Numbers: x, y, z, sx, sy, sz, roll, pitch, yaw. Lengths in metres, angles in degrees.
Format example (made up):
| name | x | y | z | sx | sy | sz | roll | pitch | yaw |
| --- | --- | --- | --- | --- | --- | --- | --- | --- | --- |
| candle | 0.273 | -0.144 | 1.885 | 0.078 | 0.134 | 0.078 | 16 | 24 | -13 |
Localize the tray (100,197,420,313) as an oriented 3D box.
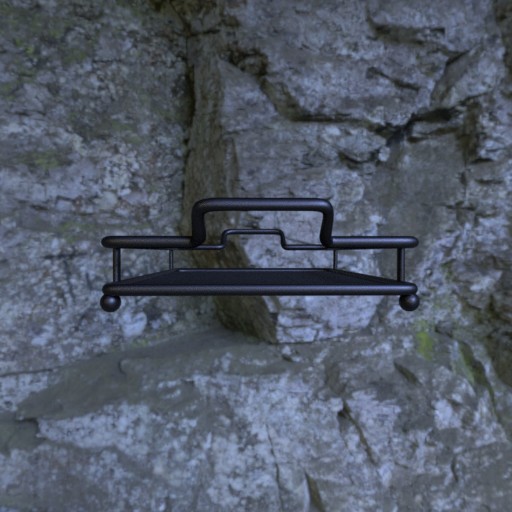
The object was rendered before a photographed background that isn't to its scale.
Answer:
| name | x | y | z | sx | sy | sz | roll | pitch | yaw |
| --- | --- | --- | --- | --- | --- | --- | --- | --- | --- |
| tray | 0.000 | 0.000 | 0.610 | 0.297 | 0.101 | 0.495 | 0 | 0 | -1 |
